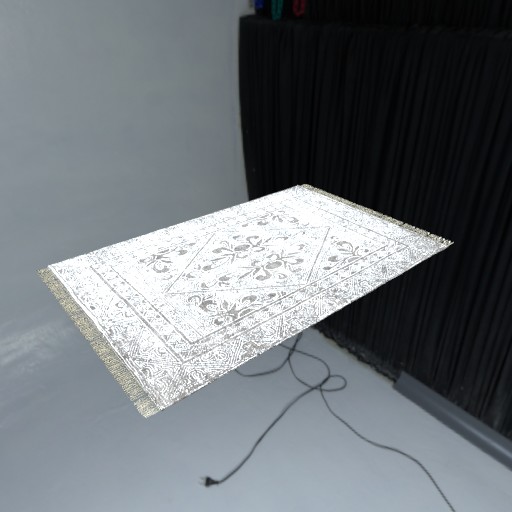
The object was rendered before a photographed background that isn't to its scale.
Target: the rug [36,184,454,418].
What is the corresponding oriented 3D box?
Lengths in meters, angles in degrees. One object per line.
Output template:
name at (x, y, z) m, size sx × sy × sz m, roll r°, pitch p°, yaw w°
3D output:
rug at (0.000, 0.000, 3.021) m, size 2.440 × 0.010 × 1.529 m, roll -22°, pitch 37°, yaw -33°
